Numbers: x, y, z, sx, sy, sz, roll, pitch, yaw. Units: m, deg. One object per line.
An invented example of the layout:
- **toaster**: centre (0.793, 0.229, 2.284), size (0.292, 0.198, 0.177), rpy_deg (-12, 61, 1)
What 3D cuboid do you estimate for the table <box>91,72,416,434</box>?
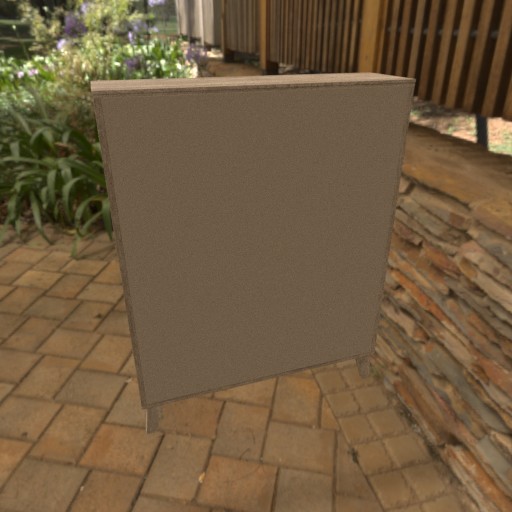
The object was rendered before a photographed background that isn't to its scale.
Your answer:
- **table**: centre (0.000, 0.000, 1.532), size (0.902, 1.135, 0.256), rpy_deg (-9, 28, -17)
